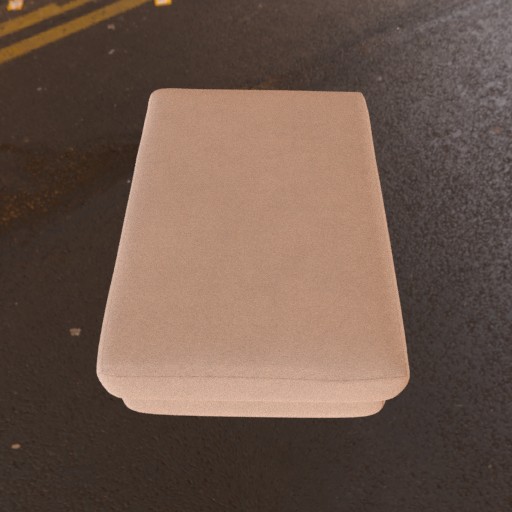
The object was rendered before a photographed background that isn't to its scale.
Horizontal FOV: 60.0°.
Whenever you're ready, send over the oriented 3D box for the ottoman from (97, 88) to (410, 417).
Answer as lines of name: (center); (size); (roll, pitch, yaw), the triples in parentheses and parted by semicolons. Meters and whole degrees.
ottoman: (0.000, 0.000, 1.119); (0.569, 0.499, 0.773); (1, 59, 0)
